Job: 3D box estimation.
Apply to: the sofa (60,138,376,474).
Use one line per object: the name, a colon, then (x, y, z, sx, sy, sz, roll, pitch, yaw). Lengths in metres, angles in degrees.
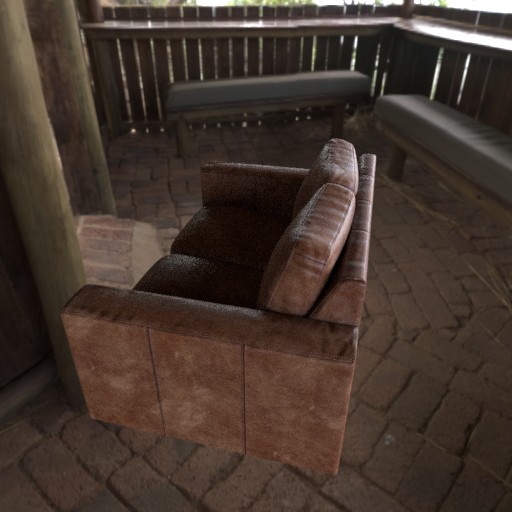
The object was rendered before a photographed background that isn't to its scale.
sofa: (0.000, 0.000, 2.206, 1.041, 0.889, 1.626, 8, 33, 12)
